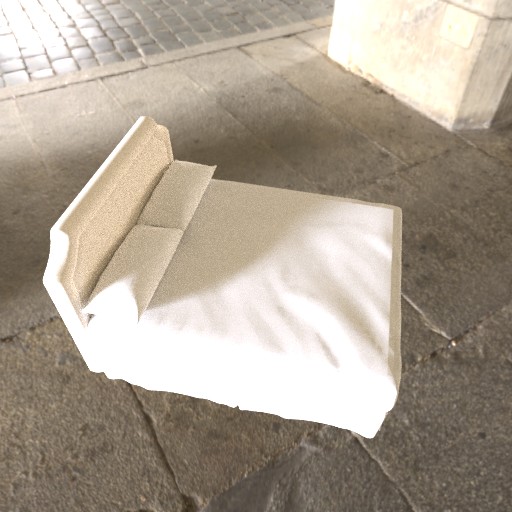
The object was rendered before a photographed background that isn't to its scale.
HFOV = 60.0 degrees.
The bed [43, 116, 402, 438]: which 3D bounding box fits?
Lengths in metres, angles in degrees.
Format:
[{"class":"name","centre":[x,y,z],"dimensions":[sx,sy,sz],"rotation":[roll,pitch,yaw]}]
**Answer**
[{"class":"bed","centre":[0.000,0.000,3.871],"dimensions":[2.548,1.524,2.134],"rotation":[10,48,9]}]
